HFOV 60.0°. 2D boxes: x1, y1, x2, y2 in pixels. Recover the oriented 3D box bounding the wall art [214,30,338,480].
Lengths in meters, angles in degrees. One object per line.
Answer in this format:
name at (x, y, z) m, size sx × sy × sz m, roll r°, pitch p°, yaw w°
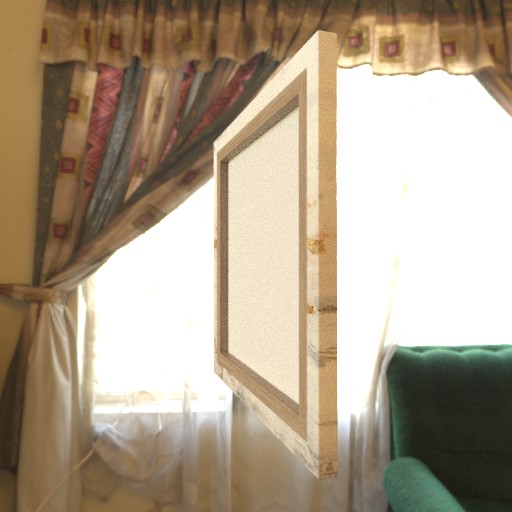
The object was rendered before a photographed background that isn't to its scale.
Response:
wall art at (0.000, 0.000, 1.105) m, size 0.038 × 0.755 × 0.753 m, roll 0°, pitch -1°, yaw -19°
